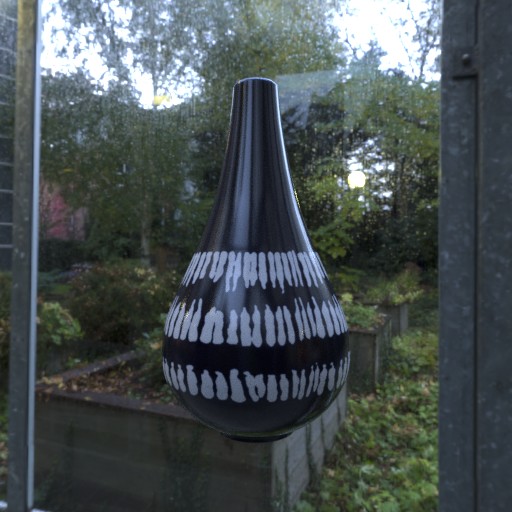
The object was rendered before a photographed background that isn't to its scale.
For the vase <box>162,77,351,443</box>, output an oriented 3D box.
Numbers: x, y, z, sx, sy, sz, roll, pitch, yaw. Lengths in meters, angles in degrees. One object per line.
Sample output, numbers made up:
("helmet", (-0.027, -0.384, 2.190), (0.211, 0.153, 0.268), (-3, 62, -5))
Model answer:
("vase", (0.000, 0.000, 0.382), (0.159, 0.295, 0.159), (0, -1, 0))
